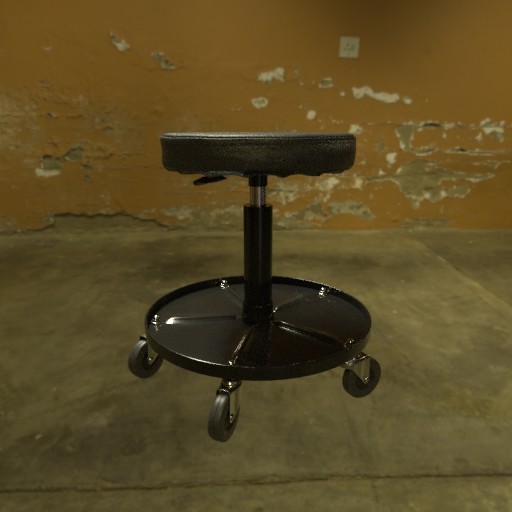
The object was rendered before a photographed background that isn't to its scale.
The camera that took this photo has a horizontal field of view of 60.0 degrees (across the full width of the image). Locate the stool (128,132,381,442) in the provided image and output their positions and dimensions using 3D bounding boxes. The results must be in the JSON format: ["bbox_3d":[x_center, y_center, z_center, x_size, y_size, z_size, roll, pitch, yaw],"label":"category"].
[{"bbox_3d":[0.000,0.000,0.682,0.382,0.365,0.381,15,22,41],"label":"stool"}]
